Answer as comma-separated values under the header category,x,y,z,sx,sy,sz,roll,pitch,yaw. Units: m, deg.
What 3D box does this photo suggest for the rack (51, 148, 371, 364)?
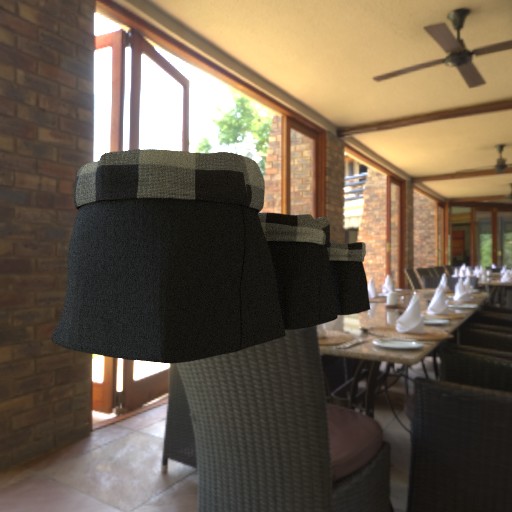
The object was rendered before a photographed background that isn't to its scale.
category,x,y,z,sx,sy,sz,roll,pitch,yaw
rack,0.000,0.000,1.048,0.370,0.329,0.889,-1,-1,36
